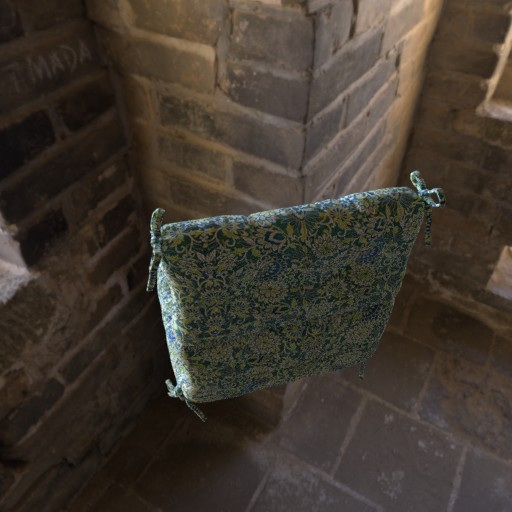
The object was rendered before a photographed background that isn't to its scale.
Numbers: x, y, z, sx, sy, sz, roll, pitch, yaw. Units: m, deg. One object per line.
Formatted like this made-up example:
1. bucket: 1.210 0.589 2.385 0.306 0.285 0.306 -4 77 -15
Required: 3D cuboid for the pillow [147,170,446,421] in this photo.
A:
1. pillow: 0.000 0.000 1.045 0.519 0.605 0.571 -11 42 -12
